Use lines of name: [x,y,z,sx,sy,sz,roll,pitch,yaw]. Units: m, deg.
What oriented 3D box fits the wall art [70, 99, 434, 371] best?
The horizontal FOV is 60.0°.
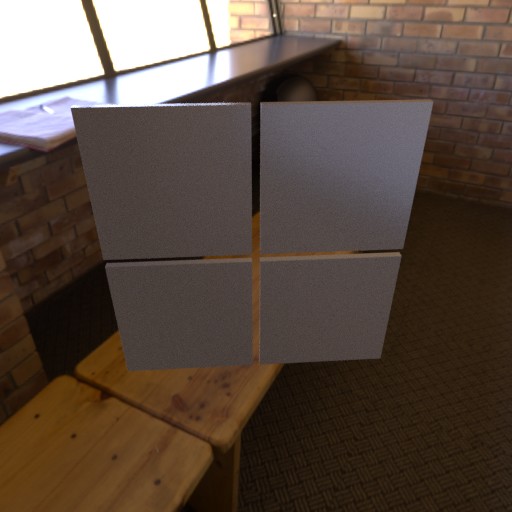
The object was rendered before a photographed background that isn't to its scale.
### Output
wall art: [0.000,0.000,1.673,1.118,1.118,0.029,-2,32,-3]
